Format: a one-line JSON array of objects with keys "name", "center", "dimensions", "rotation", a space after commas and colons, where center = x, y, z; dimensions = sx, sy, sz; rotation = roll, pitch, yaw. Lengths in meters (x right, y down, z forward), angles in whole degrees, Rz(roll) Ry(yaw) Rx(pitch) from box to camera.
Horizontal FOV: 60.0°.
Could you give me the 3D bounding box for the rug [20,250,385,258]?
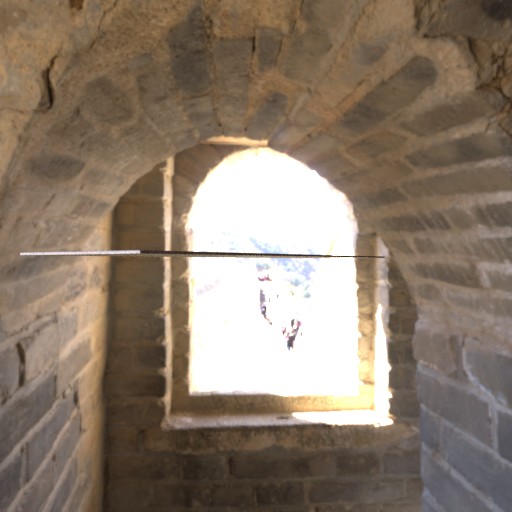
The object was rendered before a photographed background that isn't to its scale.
[{"name": "rug", "center": [0.000, 0.000, 2.685], "dimensions": [0.775, 0.012, 2.452], "rotation": [0, -1, 35]}]
